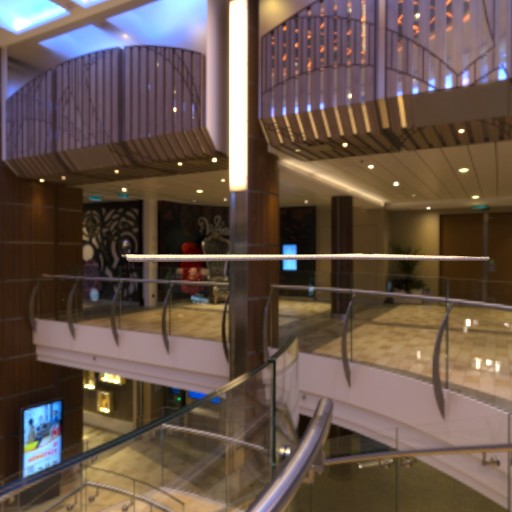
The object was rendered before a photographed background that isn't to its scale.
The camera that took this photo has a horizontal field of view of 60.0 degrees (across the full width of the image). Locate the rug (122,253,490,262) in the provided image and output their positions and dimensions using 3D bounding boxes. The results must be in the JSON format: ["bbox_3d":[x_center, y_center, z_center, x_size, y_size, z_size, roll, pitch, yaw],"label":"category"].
[{"bbox_3d":[0.000,0.000,4.295,2.467,0.046,3.245,0,0,-17],"label":"rug"}]
